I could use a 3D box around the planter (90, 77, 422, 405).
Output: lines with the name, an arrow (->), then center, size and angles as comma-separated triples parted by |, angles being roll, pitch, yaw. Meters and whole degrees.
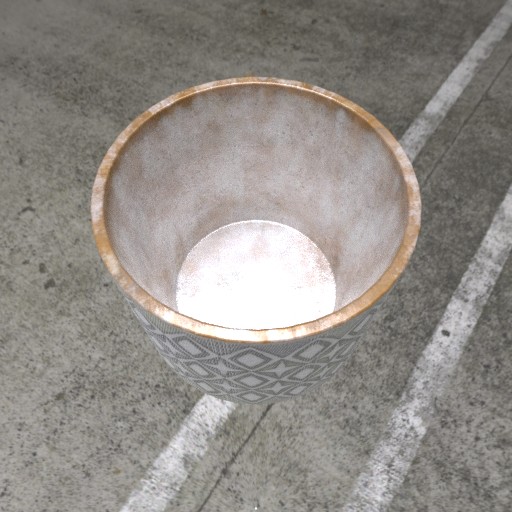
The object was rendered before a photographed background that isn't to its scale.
planter -> 0.000, 0.000, 0.441 | 0.255, 0.223, 0.255 | 0, 60, 0
